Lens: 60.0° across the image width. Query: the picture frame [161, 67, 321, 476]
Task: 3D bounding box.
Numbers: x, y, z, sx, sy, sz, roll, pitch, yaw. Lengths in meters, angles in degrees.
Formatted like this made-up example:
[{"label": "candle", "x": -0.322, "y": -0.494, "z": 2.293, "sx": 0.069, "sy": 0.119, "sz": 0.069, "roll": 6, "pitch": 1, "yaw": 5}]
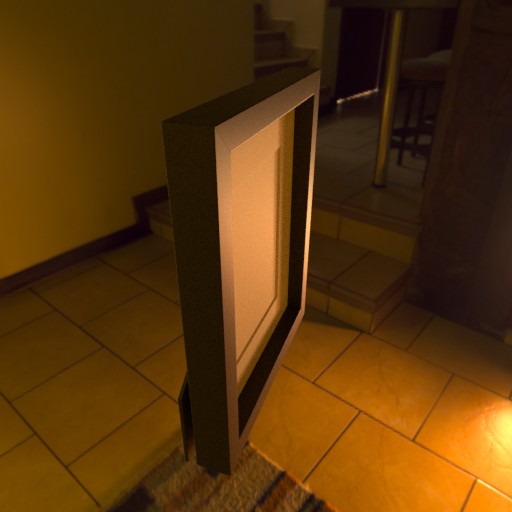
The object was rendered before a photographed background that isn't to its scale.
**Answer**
[{"label": "picture frame", "x": 0.000, "y": 0.000, "z": 0.394, "sx": 0.042, "sy": 0.284, "sz": 0.232, "roll": 11, "pitch": 32, "yaw": 18}]
